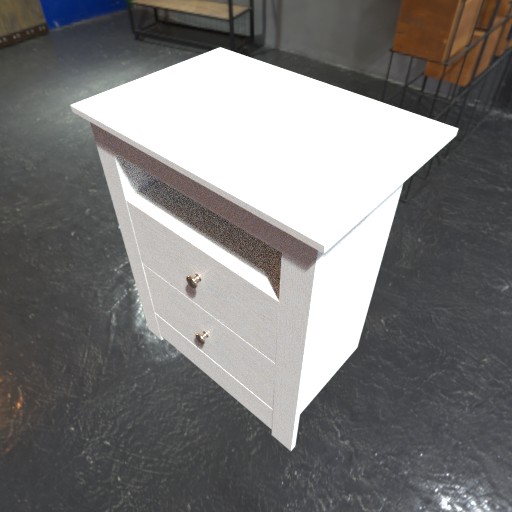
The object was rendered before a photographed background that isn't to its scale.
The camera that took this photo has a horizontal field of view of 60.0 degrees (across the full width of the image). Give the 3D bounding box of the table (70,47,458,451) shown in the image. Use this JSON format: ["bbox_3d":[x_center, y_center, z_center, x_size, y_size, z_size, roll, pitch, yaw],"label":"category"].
[{"bbox_3d":[0.000,0.000,1.057,0.589,0.711,0.406,32,53,28],"label":"table"}]
